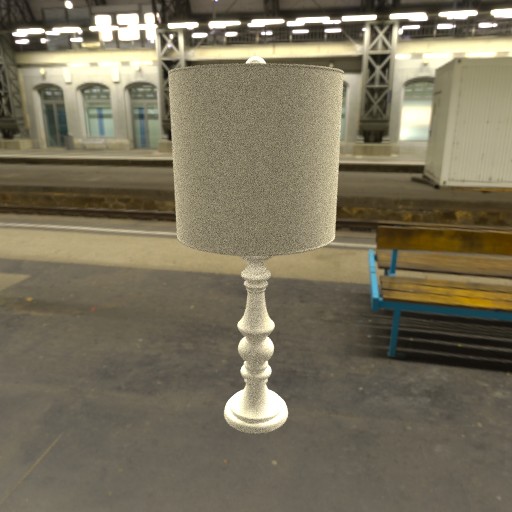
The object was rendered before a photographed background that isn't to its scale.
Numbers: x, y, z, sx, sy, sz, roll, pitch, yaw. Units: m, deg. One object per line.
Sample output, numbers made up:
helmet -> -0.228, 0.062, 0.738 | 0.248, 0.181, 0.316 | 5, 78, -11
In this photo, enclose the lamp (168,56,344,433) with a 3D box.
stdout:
lamp -> 0.000, 0.000, 0.723 | 0.250, 0.597, 0.250 | -3, 17, -9
